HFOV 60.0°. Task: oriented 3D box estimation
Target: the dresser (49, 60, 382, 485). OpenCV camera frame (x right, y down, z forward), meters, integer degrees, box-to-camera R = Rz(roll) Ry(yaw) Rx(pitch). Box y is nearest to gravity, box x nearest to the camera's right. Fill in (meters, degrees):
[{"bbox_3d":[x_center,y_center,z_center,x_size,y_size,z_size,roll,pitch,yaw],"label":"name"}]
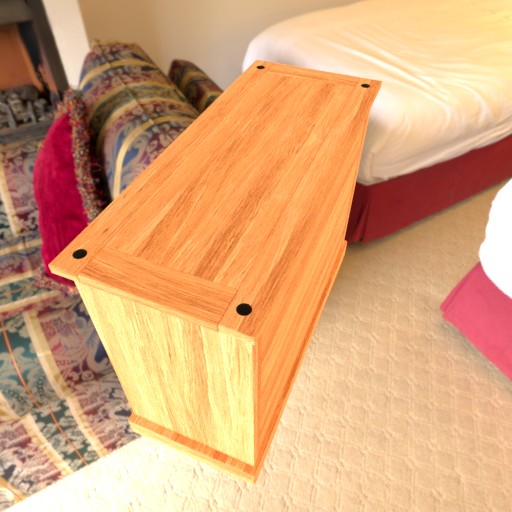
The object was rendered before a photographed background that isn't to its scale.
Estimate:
[{"bbox_3d":[0.000,0.000,1.334,0.410,0.740,0.990,17,48,16],"label":"dresser"}]
